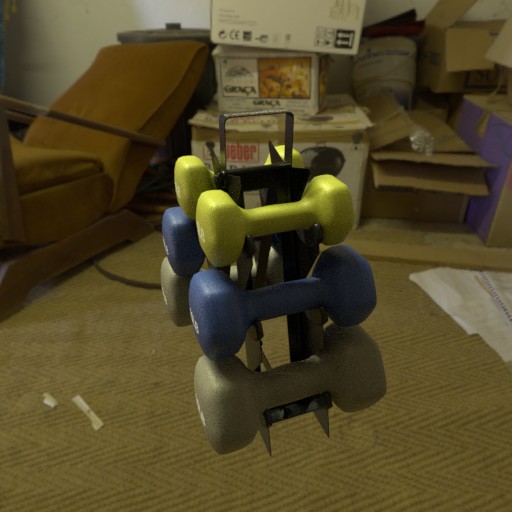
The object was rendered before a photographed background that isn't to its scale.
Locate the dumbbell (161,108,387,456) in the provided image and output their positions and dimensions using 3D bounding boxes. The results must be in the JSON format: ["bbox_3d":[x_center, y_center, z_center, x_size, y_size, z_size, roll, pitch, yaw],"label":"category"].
[{"bbox_3d":[0.000,0.000,0.674,0.261,0.426,0.416,-10,32,-17],"label":"dumbbell"}]
